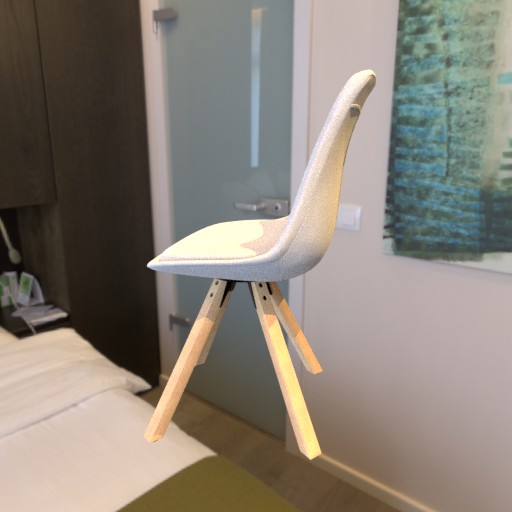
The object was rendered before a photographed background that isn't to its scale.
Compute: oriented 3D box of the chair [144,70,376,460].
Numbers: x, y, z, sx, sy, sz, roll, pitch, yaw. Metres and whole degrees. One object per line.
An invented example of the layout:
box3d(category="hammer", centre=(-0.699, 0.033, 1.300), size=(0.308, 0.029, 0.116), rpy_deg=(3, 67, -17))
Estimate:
box3d(category="chair", centre=(0.000, 0.000, 1.159), size=(0.549, 0.863, 0.474), rpy_deg=(2, 15, 9))
